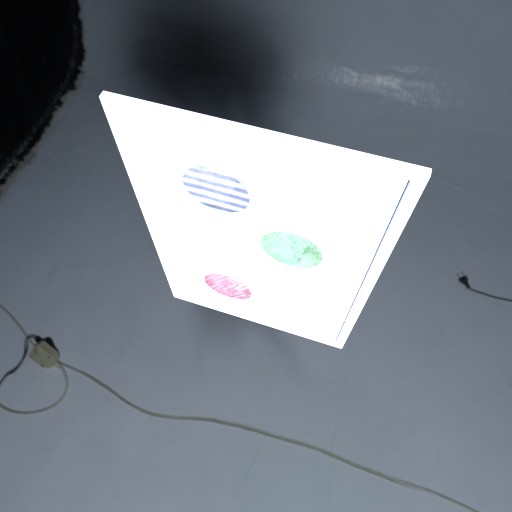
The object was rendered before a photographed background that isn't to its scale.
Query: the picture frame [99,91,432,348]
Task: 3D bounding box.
[{"bbox_3d":[0.000,0.000,0.869,0.457,0.657,0.013,16,61,9],"label":"picture frame"}]
